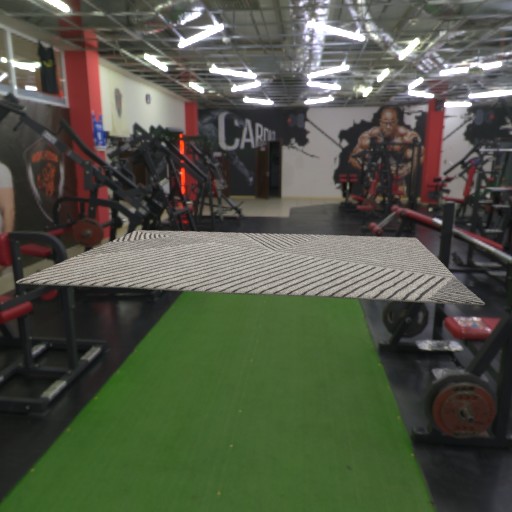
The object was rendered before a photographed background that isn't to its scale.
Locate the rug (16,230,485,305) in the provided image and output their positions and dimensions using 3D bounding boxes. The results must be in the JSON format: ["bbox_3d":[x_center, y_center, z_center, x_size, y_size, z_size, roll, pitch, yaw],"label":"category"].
[{"bbox_3d":[0.000,0.000,2.302,1.842,0.019,1.237,2,13,8],"label":"rug"}]
